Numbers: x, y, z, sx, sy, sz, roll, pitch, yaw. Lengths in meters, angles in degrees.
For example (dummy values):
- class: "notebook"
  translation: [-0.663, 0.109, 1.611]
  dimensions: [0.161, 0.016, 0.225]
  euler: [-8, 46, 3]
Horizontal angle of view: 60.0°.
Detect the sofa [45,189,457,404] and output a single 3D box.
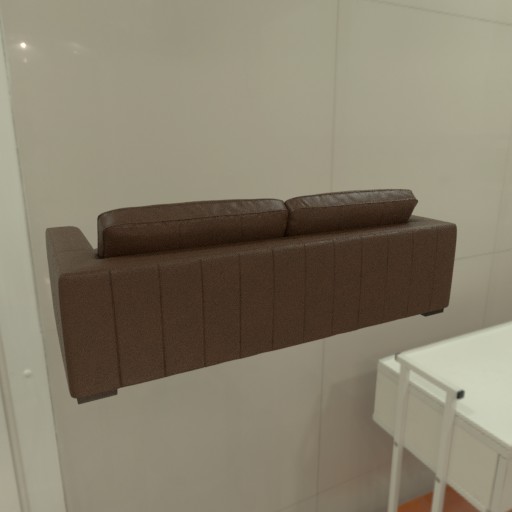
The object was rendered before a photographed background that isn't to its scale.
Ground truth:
- class: "sofa"
  translation: [0.000, 0.000, 2.683]
  dimensions: [2.262, 0.801, 1.070]
  euler: [-8, 17, -27]
